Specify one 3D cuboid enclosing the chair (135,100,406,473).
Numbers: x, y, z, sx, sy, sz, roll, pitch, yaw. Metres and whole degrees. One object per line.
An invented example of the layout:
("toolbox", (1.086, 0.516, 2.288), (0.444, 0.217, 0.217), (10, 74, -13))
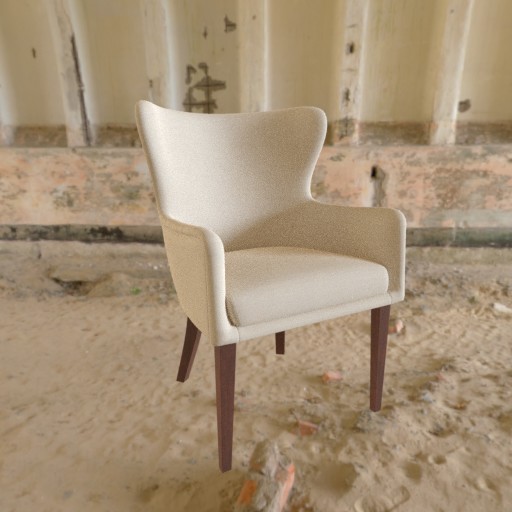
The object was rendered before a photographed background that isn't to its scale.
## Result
("chair", (0.000, 0.000, 1.493), (0.696, 0.990, 0.744), (-8, 17, -28))
